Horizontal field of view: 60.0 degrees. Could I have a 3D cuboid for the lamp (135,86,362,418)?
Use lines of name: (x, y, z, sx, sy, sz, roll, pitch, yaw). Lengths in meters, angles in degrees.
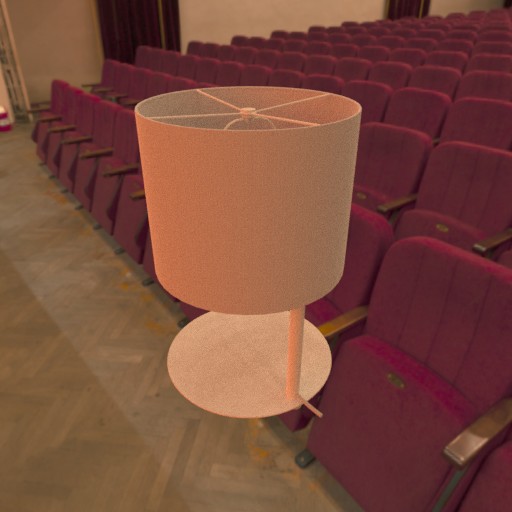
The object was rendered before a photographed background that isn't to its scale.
lamp: (0.000, 0.000, 0.695, 0.299, 0.454, 0.341, -19, 34, -30)
